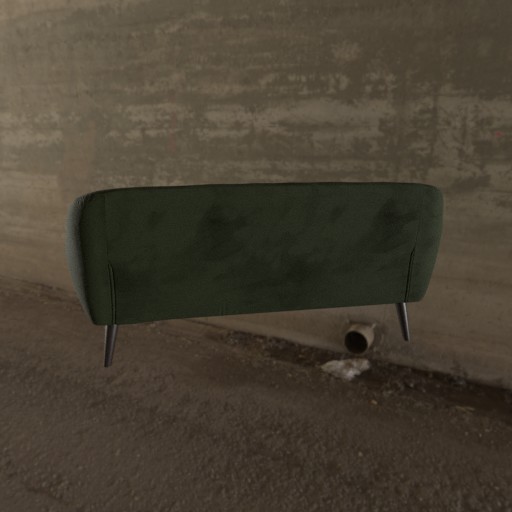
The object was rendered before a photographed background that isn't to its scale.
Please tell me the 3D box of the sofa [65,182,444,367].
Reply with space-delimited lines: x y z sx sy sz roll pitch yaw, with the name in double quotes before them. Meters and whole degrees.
"sofa" 0.000 0.000 2.329 1.840 0.836 0.820 -3 15 -10
